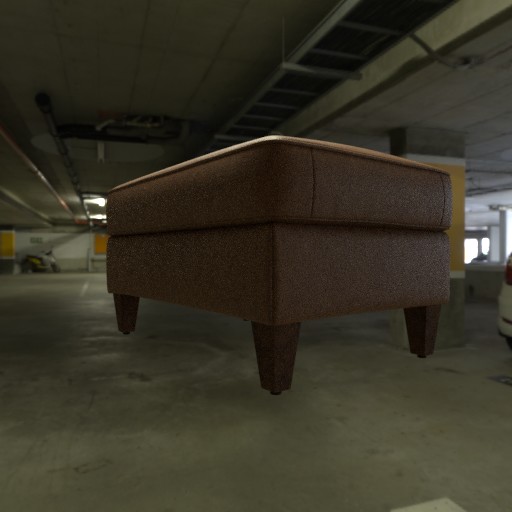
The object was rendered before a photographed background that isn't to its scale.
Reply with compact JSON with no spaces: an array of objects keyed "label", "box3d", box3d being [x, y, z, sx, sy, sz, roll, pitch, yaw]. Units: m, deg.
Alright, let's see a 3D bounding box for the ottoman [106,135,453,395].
[{"label":"ottoman","box3d":[0.000,0.000,1.211,0.584,0.483,0.864,0,1,-37]}]
